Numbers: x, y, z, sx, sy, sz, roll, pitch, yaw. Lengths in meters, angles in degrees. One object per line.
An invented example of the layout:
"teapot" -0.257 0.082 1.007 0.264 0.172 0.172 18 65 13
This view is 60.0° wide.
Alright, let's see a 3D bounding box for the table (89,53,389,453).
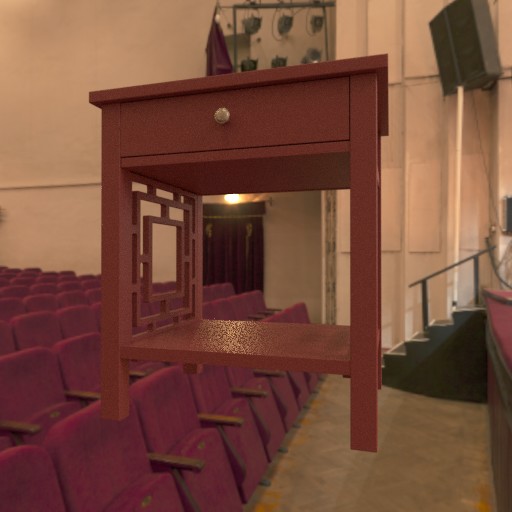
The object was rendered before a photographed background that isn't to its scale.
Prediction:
"table" 0.000 0.000 1.044 0.599 0.686 0.451 0 0 17
